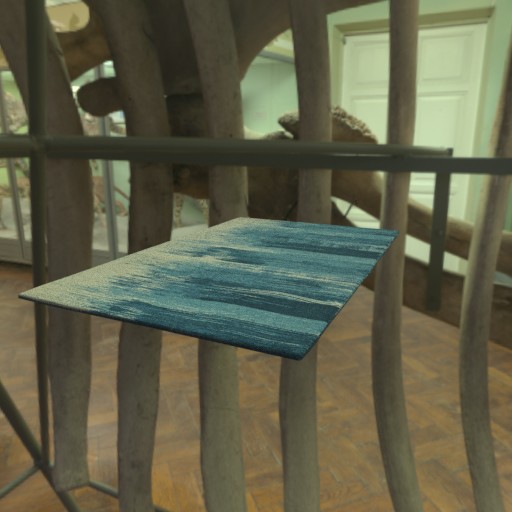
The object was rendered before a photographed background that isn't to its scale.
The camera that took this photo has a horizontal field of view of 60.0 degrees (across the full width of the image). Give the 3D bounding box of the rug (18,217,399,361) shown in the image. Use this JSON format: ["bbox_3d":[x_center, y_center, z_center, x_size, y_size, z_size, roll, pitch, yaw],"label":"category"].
[{"bbox_3d":[0.000,0.000,2.974,1.540,0.027,2.450,7,17,24],"label":"rug"}]
